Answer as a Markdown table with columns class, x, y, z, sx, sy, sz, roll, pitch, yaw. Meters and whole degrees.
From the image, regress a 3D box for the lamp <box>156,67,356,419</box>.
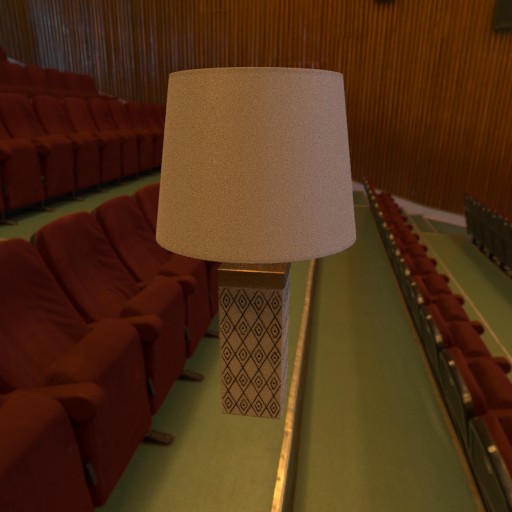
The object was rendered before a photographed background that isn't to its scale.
| class | x | y | z | sx | sy | sz | roll | pitch | yaw |
| --- | --- | --- | --- | --- | --- | --- | --- | --- | --- |
| lamp | 0.000 | 0.000 | 0.578 | 0.251 | 0.435 | 0.251 | 0 | 17 | 0 |
